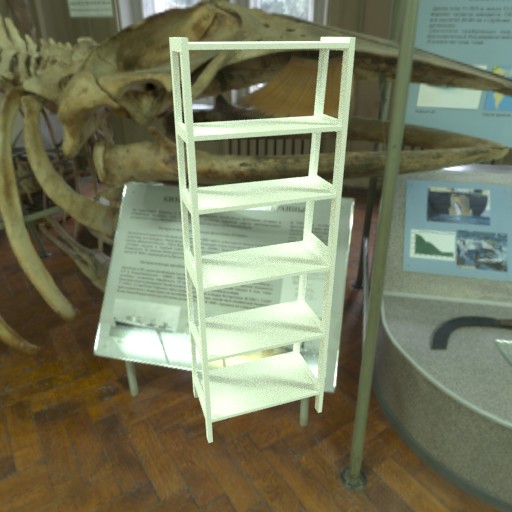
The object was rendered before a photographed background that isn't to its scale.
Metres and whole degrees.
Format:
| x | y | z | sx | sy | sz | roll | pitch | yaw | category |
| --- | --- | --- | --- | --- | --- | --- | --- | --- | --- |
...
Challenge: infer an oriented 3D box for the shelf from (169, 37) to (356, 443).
| x | y | z | sx | sy | sz | roll | pitch | yaw | category |
| --- | --- | --- | --- | --- | --- | --- | --- | --- | --- |
| 0.000 | 0.000 | 2.137 | 0.660 | 1.892 | 0.381 | -9 | 28 | -17 | shelf |
